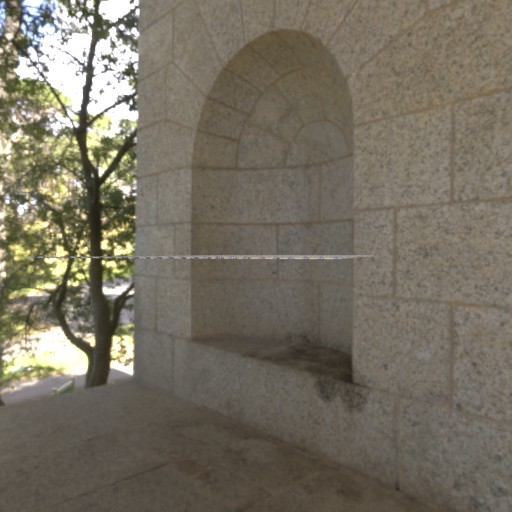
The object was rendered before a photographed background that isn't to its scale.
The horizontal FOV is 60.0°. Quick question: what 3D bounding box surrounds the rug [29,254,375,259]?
[{"bbox_3d":[0.000,0.000,2.582,1.248,0.009,2.108,0,0,18],"label":"rug"}]
